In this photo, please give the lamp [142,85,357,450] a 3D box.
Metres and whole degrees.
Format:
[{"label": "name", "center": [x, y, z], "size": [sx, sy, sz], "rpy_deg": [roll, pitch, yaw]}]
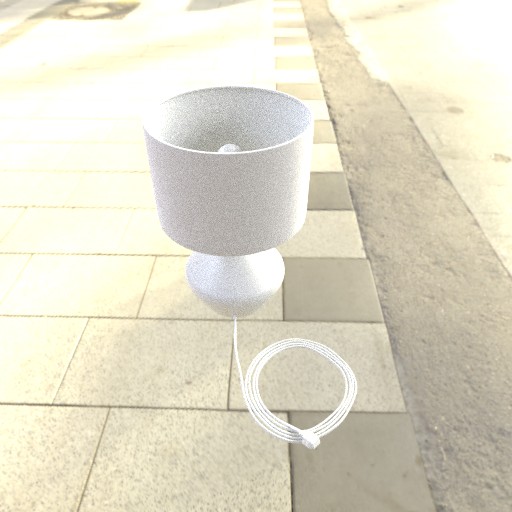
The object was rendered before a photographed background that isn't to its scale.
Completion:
[{"label": "lamp", "center": [0.000, 0.000, 0.846], "size": [0.401, 0.457, 0.546], "rpy_deg": [0, 40, 0]}]
